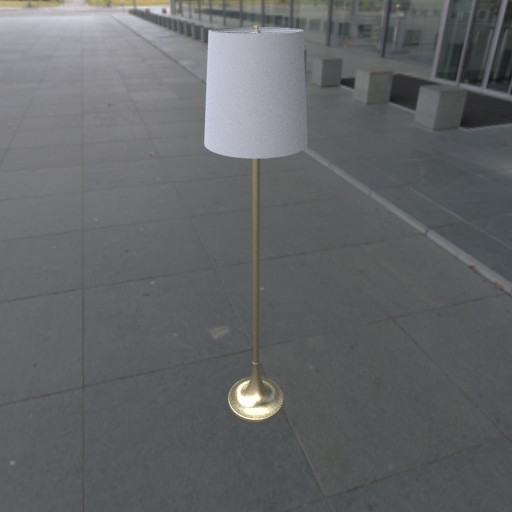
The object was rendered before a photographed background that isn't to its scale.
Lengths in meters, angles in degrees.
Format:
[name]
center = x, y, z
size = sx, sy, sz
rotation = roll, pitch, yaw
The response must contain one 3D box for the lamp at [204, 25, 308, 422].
[lamp]
center = 0.000, 0.000, 1.671
size = 0.337, 1.543, 0.337
rotation = 0, 30, 0
